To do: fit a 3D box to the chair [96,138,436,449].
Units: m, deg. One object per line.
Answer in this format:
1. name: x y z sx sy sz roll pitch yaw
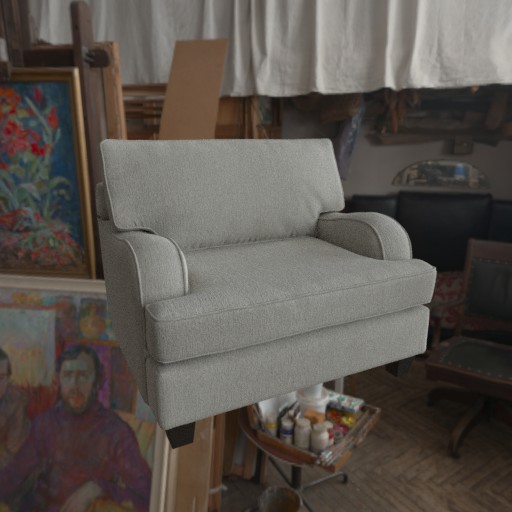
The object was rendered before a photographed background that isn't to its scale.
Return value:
1. chair: 0.000 0.000 1.993 1.220 1.016 1.041 -8 17 -26
